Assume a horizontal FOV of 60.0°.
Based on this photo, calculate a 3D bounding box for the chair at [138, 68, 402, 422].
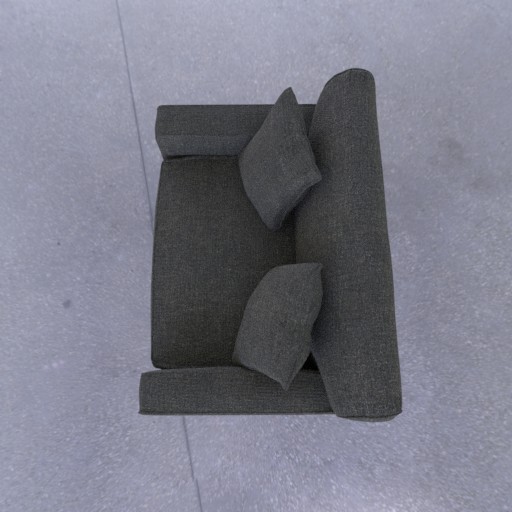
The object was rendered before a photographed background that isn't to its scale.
[{"bbox_3d":[0.000,0.000,2.049,1.000,0.948,1.383,0,75,0],"label":"chair"}]
